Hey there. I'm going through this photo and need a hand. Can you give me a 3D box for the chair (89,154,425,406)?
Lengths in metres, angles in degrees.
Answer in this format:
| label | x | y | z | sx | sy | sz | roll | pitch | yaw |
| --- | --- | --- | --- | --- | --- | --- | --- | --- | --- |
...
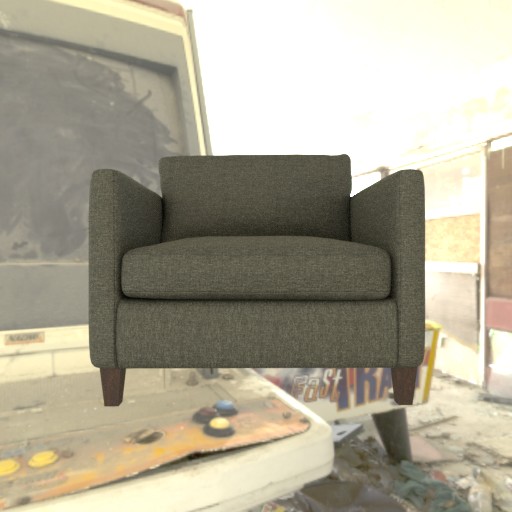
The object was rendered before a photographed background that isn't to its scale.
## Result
| label | x | y | z | sx | sy | sz | roll | pitch | yaw |
| --- | --- | --- | --- | --- | --- | --- | --- | --- | --- |
| chair | 0.000 | 0.000 | 1.852 | 1.107 | 0.963 | 0.959 | 0 | 0 | -1 |
